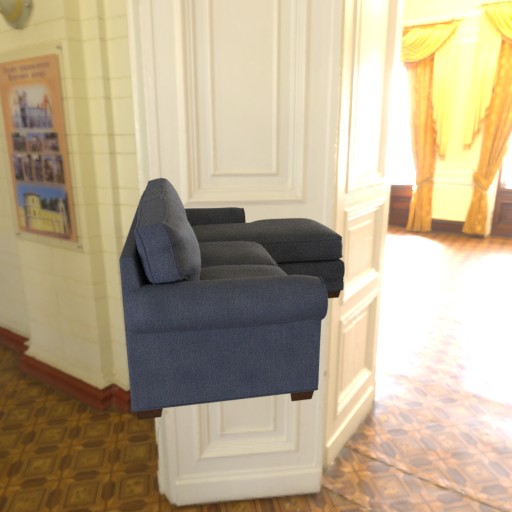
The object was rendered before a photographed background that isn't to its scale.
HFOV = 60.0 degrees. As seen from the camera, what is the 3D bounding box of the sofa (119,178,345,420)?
[{"bbox_3d":[0.000,0.000,3.418,1.780,1.063,2.567,-3,15,-11],"label":"sofa"}]
